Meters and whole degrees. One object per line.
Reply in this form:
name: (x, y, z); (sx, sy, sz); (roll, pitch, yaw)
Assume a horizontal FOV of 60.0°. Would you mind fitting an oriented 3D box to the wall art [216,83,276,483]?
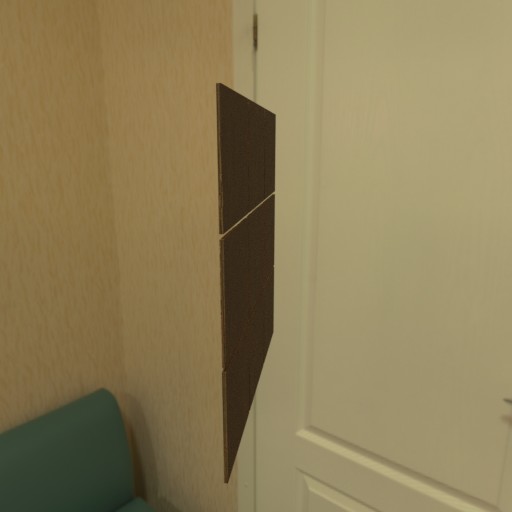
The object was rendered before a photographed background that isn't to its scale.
wall art: (0.000, 0.000, 1.864); (0.013, 1.213, 1.215); (2, 14, 9)
